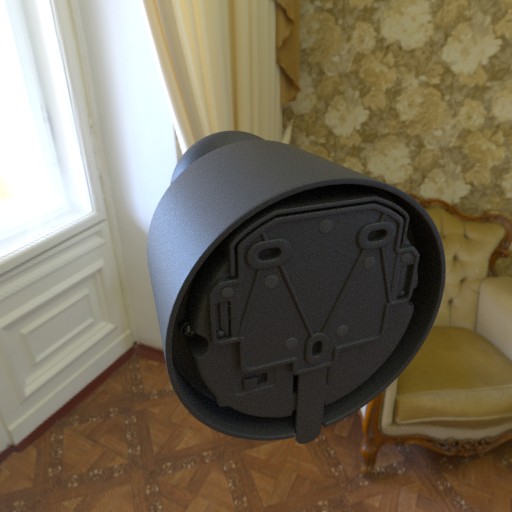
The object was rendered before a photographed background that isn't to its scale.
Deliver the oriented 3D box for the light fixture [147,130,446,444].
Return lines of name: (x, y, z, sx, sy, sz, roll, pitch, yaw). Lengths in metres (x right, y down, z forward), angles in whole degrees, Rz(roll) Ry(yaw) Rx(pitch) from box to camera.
light fixture: (0.000, 0.000, 0.262, 0.134, 0.143, 0.160, -10, 29, -18)
